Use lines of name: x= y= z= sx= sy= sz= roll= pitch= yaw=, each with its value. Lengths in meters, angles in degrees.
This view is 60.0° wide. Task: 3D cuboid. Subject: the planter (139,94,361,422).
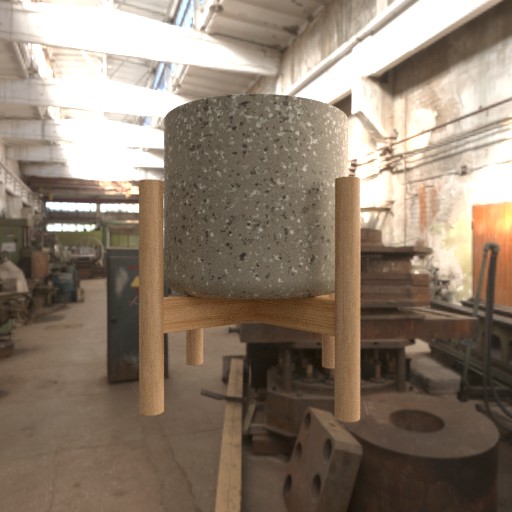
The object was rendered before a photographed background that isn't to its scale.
planter: x=0.000 y=0.000 z=0.546 sx=0.284 sy=0.320 sz=0.284 roll=0 pitch=1 yaw=-18
